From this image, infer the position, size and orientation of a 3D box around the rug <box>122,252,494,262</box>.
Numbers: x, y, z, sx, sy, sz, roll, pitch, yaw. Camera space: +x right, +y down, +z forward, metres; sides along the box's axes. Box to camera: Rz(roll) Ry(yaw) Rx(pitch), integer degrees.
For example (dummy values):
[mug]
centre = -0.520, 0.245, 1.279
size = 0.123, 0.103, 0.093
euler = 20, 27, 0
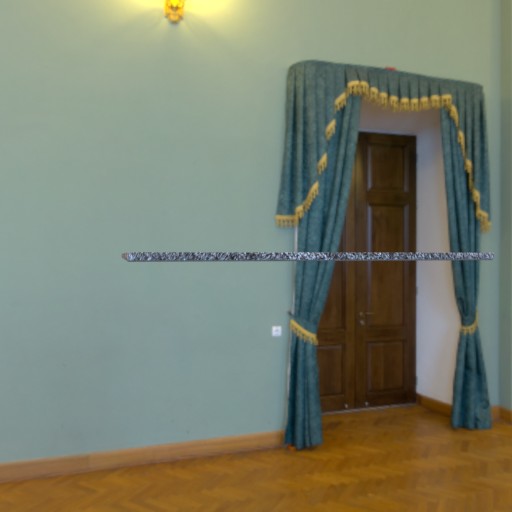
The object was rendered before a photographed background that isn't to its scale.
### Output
[rug]
centre = 0.000, 0.000, 2.087
size = 1.198, 0.025, 1.601
euler = 0, 0, -17
